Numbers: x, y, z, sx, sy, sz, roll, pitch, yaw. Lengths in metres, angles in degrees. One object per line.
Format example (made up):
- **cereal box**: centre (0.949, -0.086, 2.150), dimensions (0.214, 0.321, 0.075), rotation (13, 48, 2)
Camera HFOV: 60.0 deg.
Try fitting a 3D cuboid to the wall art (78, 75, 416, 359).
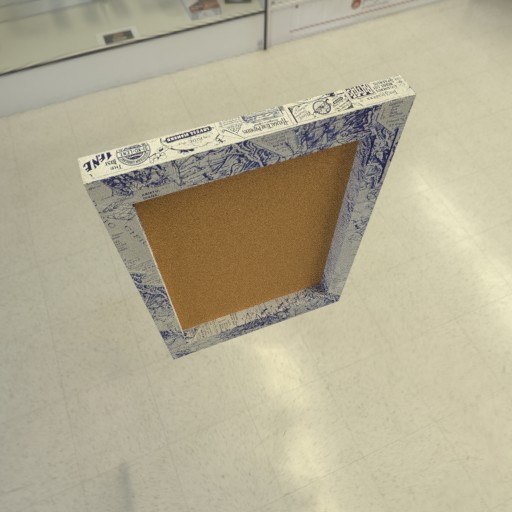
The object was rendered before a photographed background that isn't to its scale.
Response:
- **wall art**: centre (0.000, 0.000, 0.776), dimensions (0.408, 0.601, 0.040), rotation (-18, 61, -10)
